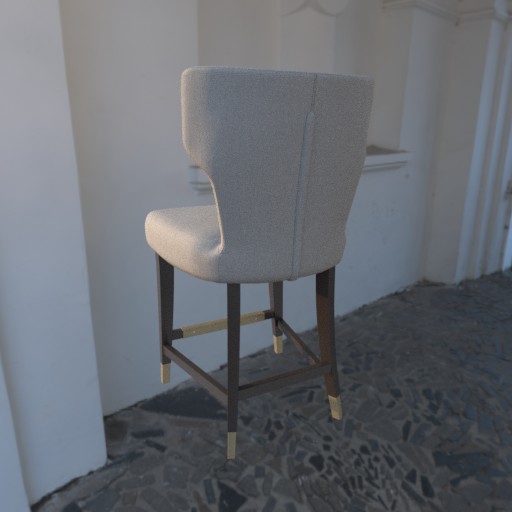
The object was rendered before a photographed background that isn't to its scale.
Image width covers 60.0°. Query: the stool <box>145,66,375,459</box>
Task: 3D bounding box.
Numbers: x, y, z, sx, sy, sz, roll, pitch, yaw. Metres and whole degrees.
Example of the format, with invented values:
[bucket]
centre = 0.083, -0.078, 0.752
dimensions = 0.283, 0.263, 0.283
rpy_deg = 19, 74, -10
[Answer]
[stool]
centre = 0.000, 0.000, 1.313
dimensions = 0.527, 0.982, 0.563
rpy_deg = -8, 18, -27
